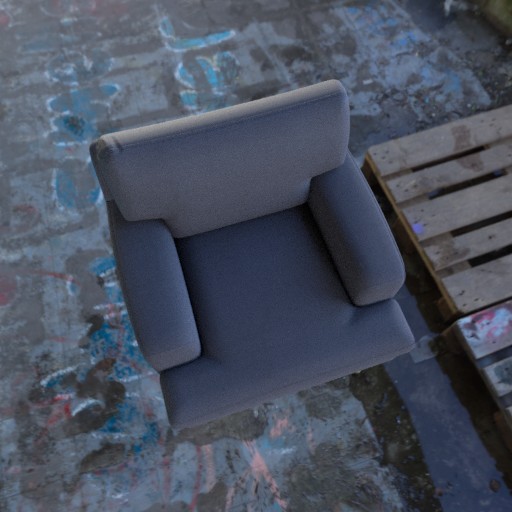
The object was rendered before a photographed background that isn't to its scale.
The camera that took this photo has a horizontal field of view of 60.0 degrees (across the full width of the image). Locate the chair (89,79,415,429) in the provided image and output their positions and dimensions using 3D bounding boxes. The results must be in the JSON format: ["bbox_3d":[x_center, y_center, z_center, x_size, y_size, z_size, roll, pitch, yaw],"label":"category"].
[{"bbox_3d":[0.000,0.000,1.949,1.168,0.940,1.143,-16,66,-8],"label":"chair"}]
